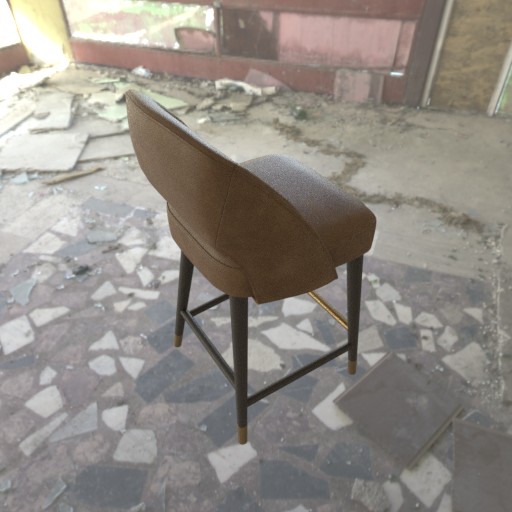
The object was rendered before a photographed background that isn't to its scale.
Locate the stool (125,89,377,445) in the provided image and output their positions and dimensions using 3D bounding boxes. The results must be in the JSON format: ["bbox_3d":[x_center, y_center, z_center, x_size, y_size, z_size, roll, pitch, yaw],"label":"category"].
[{"bbox_3d":[0.000,0.000,1.210,0.509,0.940,0.494,-23,45,-25],"label":"stool"}]
